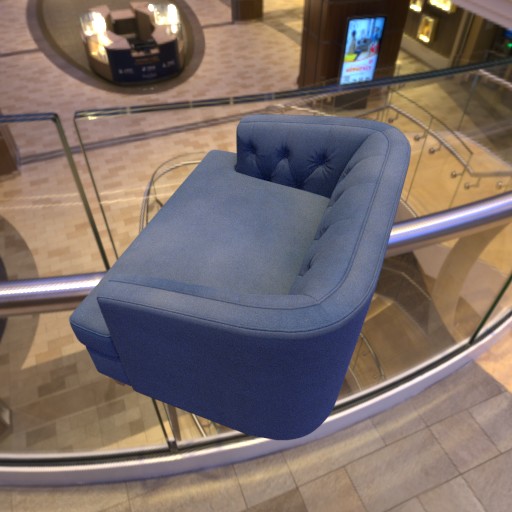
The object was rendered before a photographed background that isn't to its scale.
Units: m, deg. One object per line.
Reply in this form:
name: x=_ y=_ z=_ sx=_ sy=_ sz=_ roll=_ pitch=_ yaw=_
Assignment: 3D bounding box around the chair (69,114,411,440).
chair: x=0.000 y=0.000 z=1.720 sx=0.914 sy=0.787 sz=1.118 roll=16 pitch=48 yaw=15
